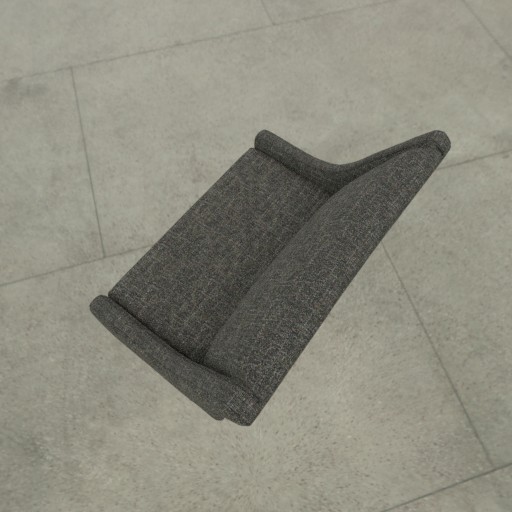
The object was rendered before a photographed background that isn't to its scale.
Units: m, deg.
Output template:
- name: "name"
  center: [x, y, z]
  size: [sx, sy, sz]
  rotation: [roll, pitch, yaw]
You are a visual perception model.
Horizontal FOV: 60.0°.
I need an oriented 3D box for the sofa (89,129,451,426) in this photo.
- name: "sofa"
  center: [0.000, 0.000, 1.921]
  size: [0.870, 1.021, 1.242]
  rotation: [34, 68, 16]
